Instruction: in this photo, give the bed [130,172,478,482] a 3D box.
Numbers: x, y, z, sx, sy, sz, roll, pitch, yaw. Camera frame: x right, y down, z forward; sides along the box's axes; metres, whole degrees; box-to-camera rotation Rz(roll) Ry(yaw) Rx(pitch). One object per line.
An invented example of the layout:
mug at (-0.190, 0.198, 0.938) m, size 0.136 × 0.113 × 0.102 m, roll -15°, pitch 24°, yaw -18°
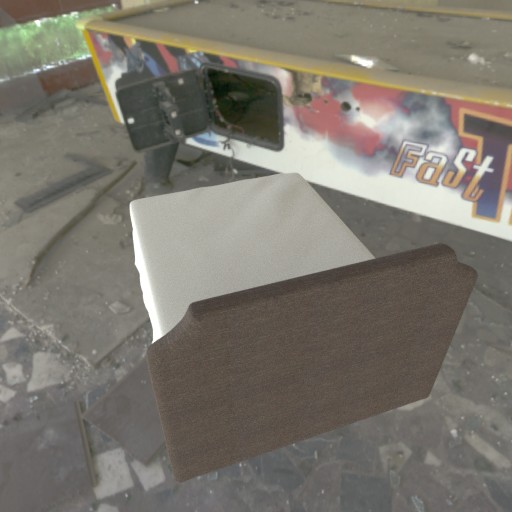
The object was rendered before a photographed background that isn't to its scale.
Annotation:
bed at (0.000, 0.000, 3.081) m, size 1.693 × 1.290 × 2.116 m, roll -12°, pitch 40°, yaw -15°
